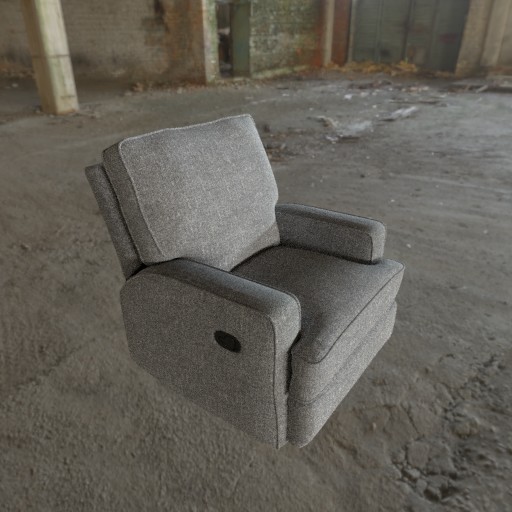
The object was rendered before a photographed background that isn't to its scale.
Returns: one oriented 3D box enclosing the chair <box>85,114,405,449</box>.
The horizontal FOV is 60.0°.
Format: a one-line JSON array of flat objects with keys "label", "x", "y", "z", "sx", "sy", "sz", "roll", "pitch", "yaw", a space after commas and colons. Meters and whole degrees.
[{"label": "chair", "x": 0.000, "y": 0.000, "z": 1.730, "sx": 0.964, "sy": 0.962, "sz": 0.861, "roll": 18, "pitch": 32, "yaw": 31}]
